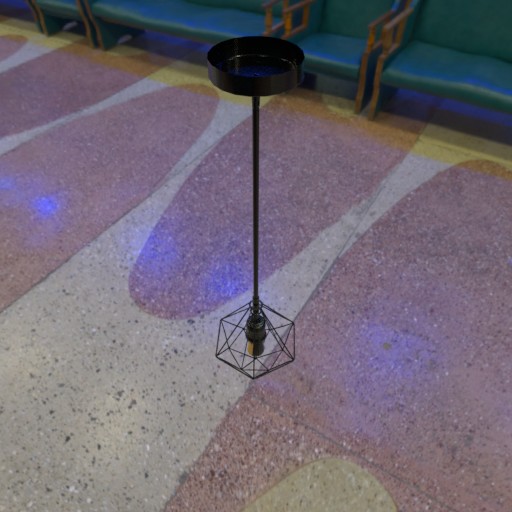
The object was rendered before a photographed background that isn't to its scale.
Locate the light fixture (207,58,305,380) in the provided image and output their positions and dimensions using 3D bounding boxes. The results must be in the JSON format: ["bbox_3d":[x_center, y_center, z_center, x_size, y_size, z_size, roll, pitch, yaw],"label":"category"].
[{"bbox_3d":[0.000,0.000,1.976,0.487,1.764,0.431,25,52,22],"label":"light fixture"}]
